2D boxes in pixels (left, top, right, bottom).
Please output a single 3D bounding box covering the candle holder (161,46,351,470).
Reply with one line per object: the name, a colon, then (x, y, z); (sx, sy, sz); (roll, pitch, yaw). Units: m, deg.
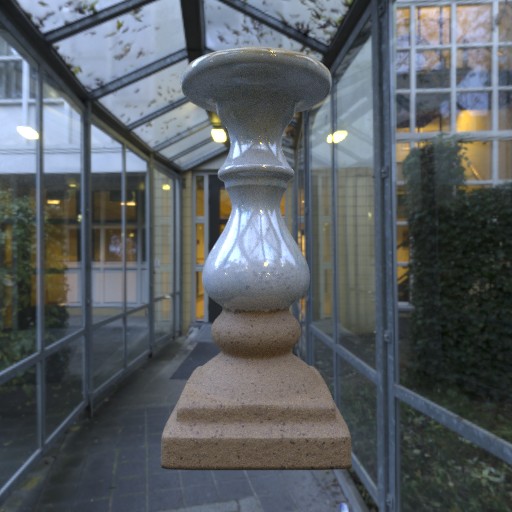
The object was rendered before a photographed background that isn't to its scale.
candle holder: (0.000, 0.000, 0.301); (0.110, 0.239, 0.110); (0, 0, 0)
